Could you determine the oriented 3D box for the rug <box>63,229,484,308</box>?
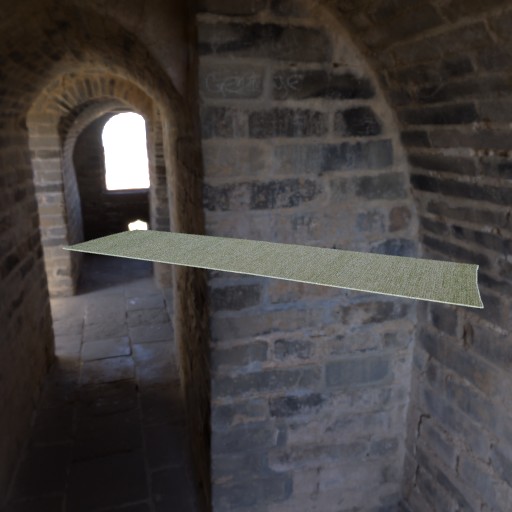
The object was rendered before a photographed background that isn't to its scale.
[{"bbox_3d":[0.000,0.000,2.555,2.340,0.013,0.686,7,16,25],"label":"rug"}]
